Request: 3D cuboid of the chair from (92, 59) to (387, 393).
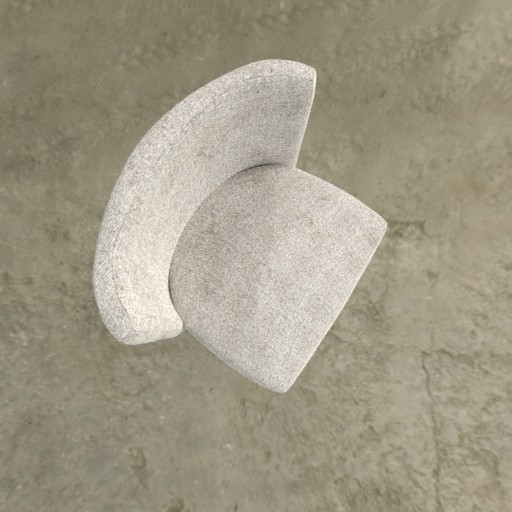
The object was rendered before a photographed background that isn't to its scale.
[{"bbox_3d":[0.000,0.000,1.285,0.575,0.827,0.728,33,79,7],"label":"chair"}]
